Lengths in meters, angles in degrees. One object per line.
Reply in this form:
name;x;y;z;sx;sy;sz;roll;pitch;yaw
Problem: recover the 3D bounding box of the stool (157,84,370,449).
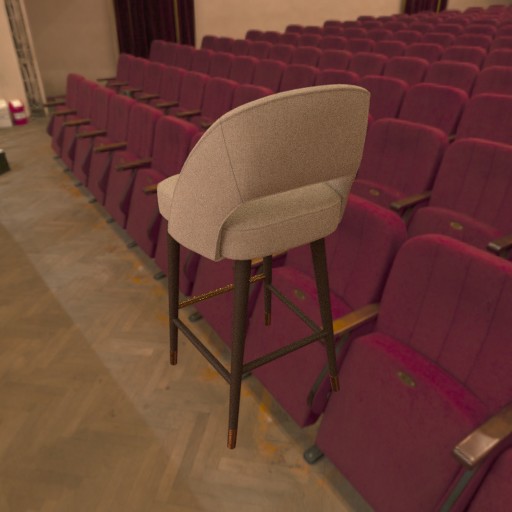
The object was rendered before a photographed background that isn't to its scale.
stool;0.000;0.000;1.343;0.494;1.037;0.509;-18;34;-28
